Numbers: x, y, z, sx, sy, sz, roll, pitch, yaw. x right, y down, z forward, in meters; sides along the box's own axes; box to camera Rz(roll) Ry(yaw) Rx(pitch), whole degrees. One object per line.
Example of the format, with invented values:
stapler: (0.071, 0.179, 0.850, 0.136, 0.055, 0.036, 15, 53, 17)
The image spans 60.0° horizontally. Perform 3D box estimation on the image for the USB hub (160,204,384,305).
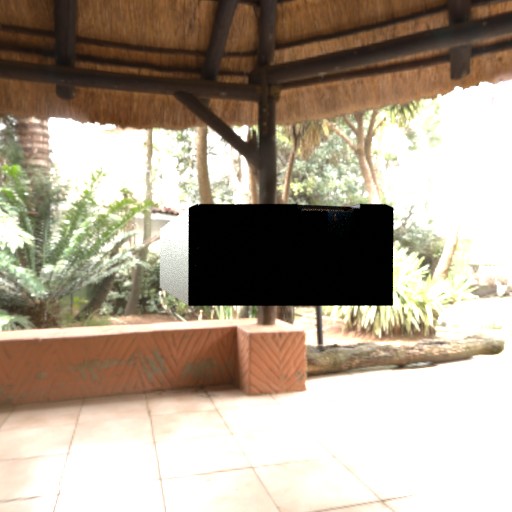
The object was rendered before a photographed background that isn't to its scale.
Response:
USB hub: (0.000, 0.000, 0.125, 0.044, 0.023, 0.110, 0, -1, -17)
